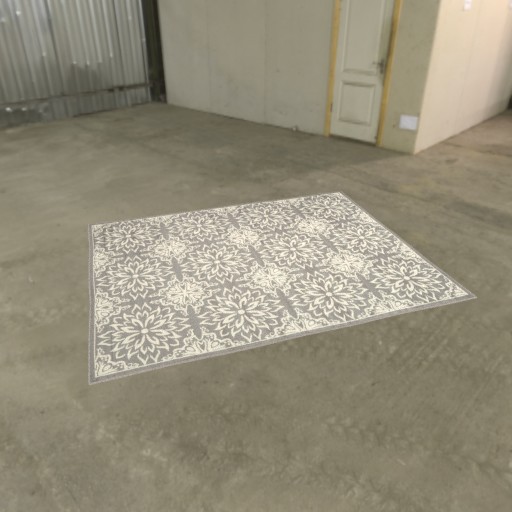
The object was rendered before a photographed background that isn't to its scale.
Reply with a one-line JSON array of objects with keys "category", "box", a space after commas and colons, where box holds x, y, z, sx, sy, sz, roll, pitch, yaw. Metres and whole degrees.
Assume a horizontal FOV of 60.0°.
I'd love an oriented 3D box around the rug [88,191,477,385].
[{"category": "rug", "box": [0.000, 0.000, 4.136, 2.980, 0.012, 2.363, -9, 32, -16]}]
